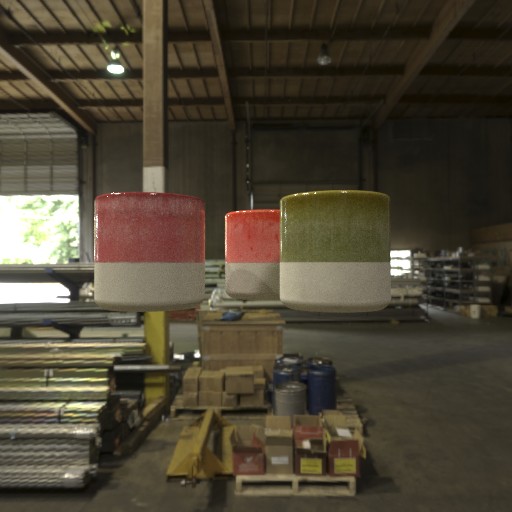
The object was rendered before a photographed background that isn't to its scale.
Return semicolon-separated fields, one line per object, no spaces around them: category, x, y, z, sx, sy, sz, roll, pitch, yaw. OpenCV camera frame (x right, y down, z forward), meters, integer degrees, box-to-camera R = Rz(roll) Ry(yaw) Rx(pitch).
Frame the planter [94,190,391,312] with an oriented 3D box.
planter;0.000;0.000;0.412;0.257;0.075;0.286;0;-1;0
